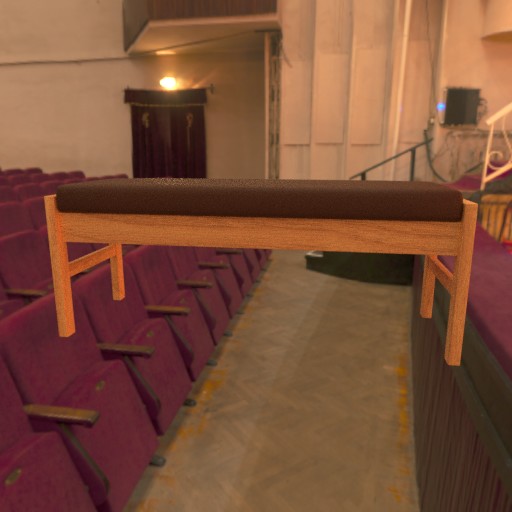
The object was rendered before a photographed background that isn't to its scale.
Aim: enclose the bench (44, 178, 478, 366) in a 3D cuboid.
[{"bbox_3d":[0.000,0.000,1.450,1.200,0.480,0.405,2,13,9],"label":"bench"}]
